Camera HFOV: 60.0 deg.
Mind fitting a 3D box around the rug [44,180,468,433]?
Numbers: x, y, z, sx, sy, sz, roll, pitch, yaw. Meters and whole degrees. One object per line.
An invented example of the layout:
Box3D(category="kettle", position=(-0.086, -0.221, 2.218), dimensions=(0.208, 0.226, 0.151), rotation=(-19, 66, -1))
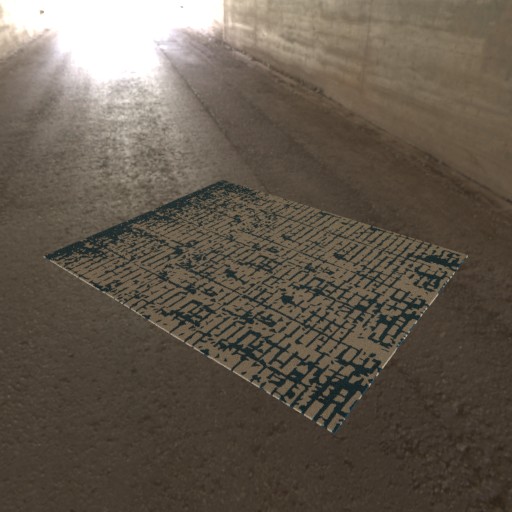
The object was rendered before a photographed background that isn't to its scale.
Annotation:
Box3D(category="rug", position=(0.000, 0.000, 4.031), dimensions=(3.017, 0.014, 2.416), rotation=(22, 37, 32))
